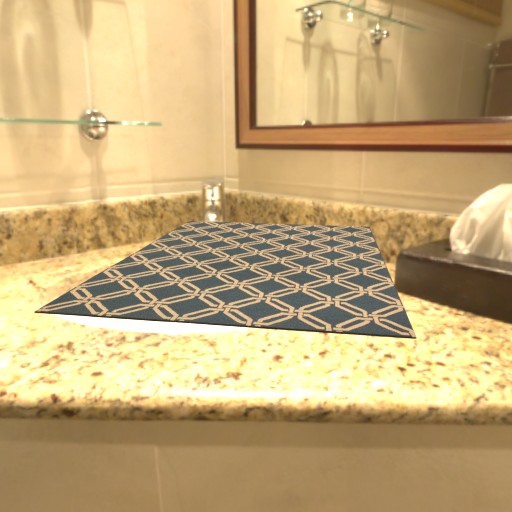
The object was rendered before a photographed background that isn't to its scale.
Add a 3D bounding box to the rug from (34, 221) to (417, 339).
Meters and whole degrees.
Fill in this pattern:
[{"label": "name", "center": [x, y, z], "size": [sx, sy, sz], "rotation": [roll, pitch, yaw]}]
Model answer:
[{"label": "rug", "center": [0.000, 0.000, 4.332], "size": [2.432, 0.018, 3.342], "rotation": [2, 15, 9]}]
